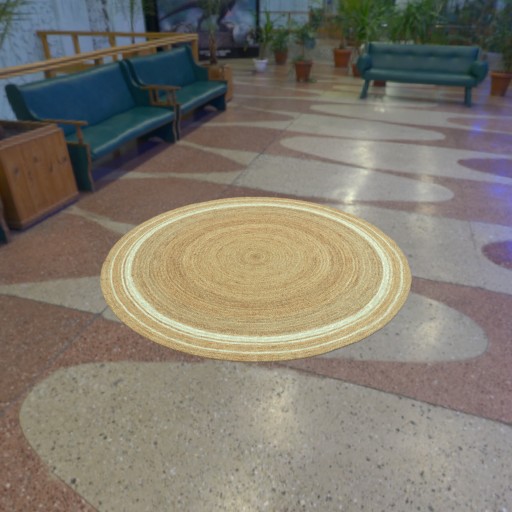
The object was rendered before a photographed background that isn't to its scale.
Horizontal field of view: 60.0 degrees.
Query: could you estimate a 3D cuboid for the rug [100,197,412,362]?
[{"bbox_3d":[0.000,0.000,3.644,2.444,0.015,2.444,0,30,0],"label":"rug"}]
